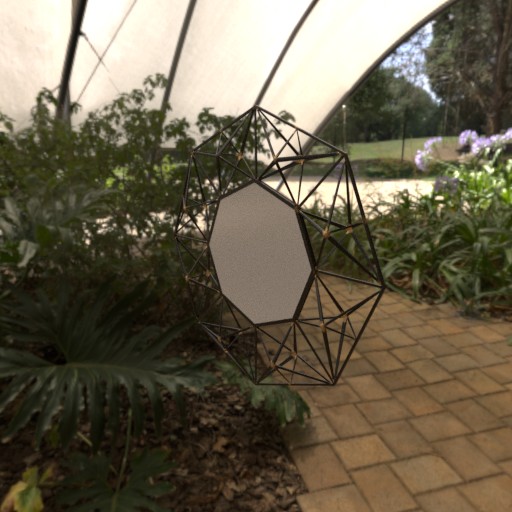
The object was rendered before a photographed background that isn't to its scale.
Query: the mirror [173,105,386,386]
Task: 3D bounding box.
[{"bbox_3d":[0.000,0.000,1.097,0.094,0.710,0.710,-13,19,-43],"label":"mirror"}]
